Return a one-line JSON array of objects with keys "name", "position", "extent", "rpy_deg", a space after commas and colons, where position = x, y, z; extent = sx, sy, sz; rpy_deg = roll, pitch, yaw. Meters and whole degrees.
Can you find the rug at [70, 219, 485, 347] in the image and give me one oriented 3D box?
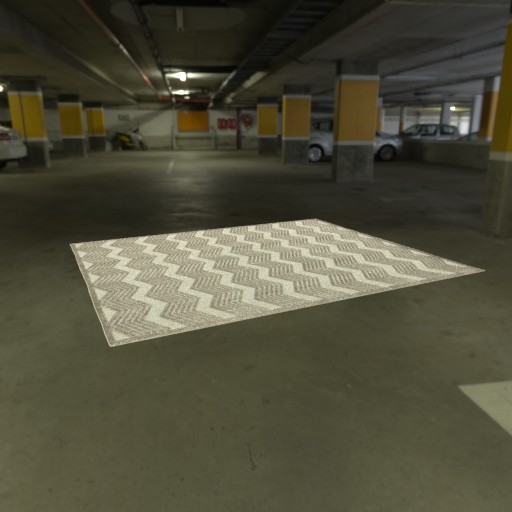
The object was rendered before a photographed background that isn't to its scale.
[{"name": "rug", "position": [0.000, 0.000, 3.928], "extent": [2.880, 0.005, 2.391], "rpy_deg": [-8, 18, -25]}]
